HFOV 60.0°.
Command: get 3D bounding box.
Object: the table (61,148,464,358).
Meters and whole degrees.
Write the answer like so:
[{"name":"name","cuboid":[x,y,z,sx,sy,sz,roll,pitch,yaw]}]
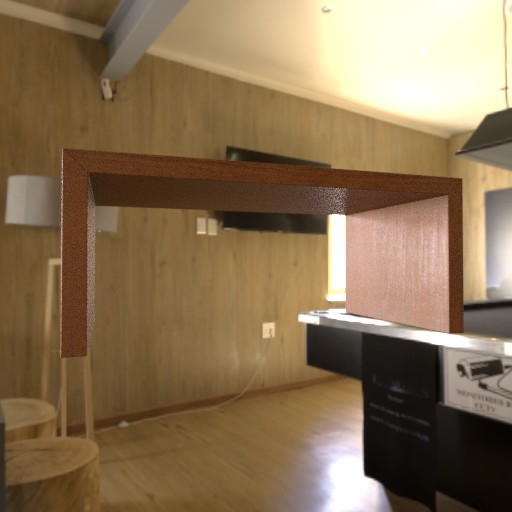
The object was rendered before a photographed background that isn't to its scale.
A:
[{"name":"table","cuboid":[0.000,0.000,1.301,1.000,0.419,0.549,0,-1,-18]}]
